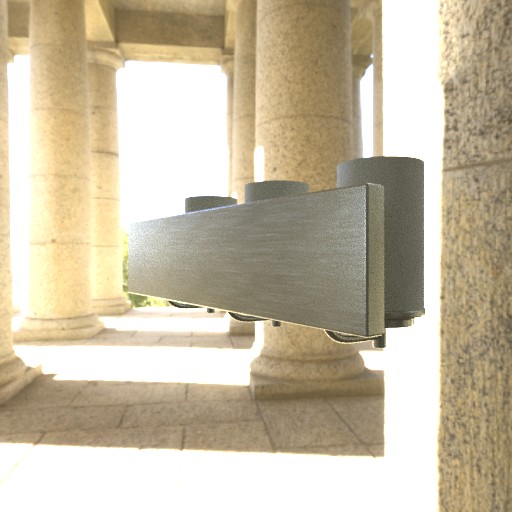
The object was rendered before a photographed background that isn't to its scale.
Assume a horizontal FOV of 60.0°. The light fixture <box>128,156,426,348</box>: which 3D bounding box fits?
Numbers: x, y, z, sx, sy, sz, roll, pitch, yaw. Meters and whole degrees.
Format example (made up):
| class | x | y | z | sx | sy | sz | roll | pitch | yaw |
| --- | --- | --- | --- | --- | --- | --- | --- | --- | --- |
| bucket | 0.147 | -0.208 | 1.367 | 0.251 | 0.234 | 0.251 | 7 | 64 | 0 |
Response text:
| class | x | y | z | sx | sy | sz | roll | pitch | yaw |
| --- | --- | --- | --- | --- | --- | --- | --- | --- | --- |
| light fixture | 0.000 | 0.000 | 0.524 | 0.145 | 0.172 | 0.451 | 0 | 0 | -36 |
